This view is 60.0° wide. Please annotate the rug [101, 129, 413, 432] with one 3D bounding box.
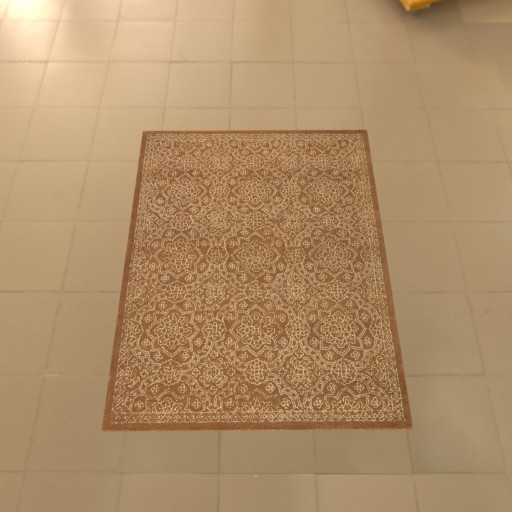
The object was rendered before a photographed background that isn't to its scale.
[{"bbox_3d":[0.000,0.000,4.145,2.441,0.015,3.050,0,64,0],"label":"rug"}]
